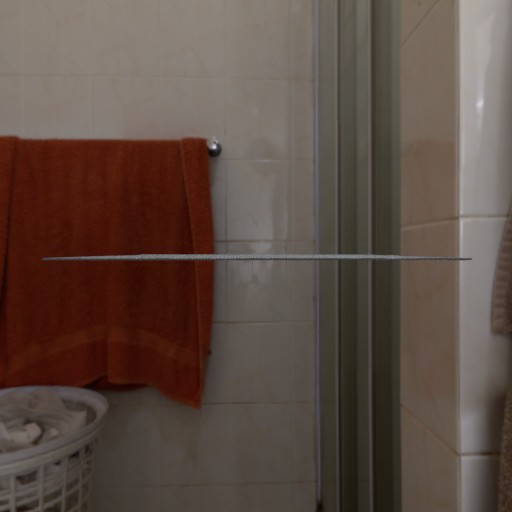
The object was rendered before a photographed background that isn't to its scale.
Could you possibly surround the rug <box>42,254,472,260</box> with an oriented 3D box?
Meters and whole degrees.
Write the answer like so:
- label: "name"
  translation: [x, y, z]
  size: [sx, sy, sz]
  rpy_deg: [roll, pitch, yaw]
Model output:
- label: "rug"
  translation: [0.000, 0.000, 4.046]
  size: [2.456, 0.021, 3.068]
  rpy_deg: [0, 1, 0]
